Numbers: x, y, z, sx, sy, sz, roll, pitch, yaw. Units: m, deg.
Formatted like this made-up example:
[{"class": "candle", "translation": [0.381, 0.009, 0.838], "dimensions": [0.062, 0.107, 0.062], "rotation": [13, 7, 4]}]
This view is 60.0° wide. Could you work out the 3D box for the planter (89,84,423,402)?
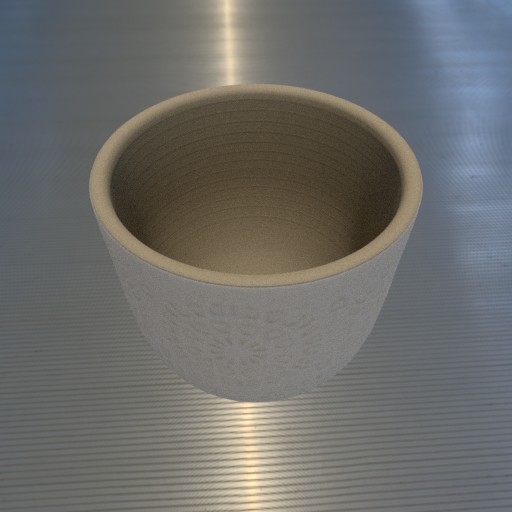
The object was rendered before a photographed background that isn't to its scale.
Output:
[{"class": "planter", "translation": [0.000, 0.000, 0.210], "dimensions": [0.124, 0.109, 0.124], "rotation": [0, 47, 0]}]
